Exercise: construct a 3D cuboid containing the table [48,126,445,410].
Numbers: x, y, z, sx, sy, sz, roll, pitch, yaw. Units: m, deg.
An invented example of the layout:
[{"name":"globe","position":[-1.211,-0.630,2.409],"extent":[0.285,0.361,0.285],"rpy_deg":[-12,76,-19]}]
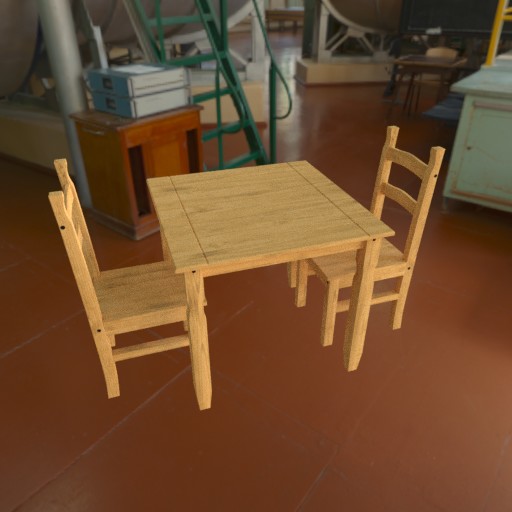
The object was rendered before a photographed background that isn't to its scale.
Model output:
[{"name":"table","position":[0.000,0.000,1.993],"extent":[1.501,0.942,0.813],"rpy_deg":[-10,33,-16]}]
